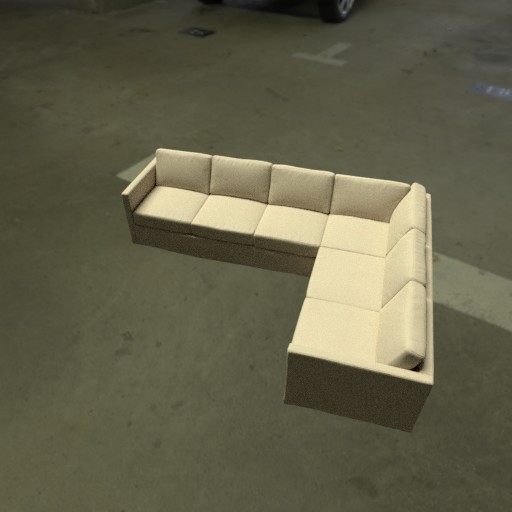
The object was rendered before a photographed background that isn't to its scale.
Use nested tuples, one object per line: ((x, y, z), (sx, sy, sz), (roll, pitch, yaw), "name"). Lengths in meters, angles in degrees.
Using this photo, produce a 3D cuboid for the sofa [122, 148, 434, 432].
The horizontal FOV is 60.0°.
((0.000, 0.000, 4.323), (3.182, 0.871, 2.432), (11, 42, 12), "sofa")
